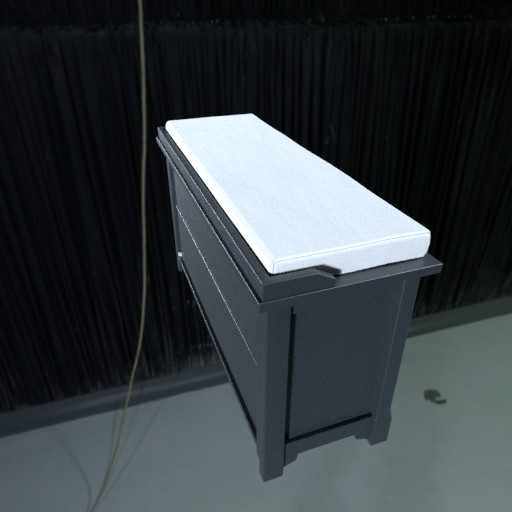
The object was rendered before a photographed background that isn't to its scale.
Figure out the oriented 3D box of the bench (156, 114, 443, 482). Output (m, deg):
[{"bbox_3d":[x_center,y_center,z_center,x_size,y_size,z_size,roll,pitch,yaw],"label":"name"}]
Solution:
[{"bbox_3d":[0.000,0.000,1.231,0.345,0.561,0.973,-11,32,-17],"label":"bench"}]
